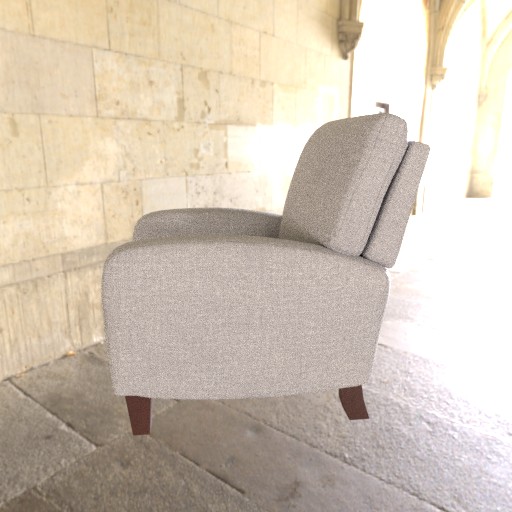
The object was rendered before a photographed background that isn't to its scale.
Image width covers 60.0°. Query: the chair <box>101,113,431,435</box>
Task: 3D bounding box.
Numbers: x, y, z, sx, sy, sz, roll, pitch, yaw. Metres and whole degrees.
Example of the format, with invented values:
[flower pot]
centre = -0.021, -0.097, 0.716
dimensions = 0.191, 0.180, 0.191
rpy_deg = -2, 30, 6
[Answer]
[chair]
centre = 0.000, 0.000, 1.649
dimensions = 0.990, 0.990, 0.762
rpy_deg = -2, 14, -6
